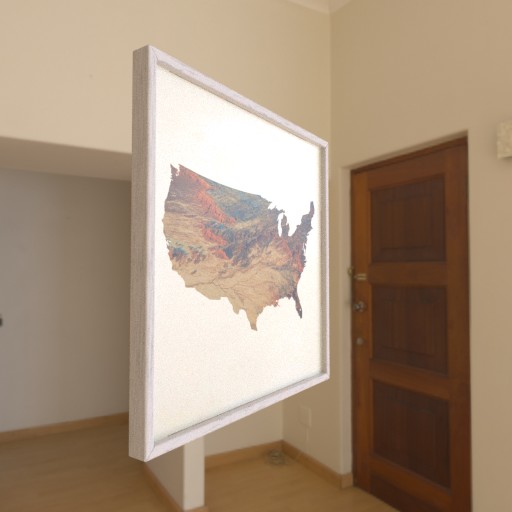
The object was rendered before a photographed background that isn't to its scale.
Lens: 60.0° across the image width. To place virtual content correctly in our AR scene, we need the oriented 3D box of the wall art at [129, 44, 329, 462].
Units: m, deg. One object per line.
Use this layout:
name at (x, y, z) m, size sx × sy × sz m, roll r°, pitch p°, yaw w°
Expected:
wall art at (0.000, 0.000, 1.911) m, size 0.078 × 1.288 × 1.287 m, roll -1°, pitch -3°, yaw 35°
